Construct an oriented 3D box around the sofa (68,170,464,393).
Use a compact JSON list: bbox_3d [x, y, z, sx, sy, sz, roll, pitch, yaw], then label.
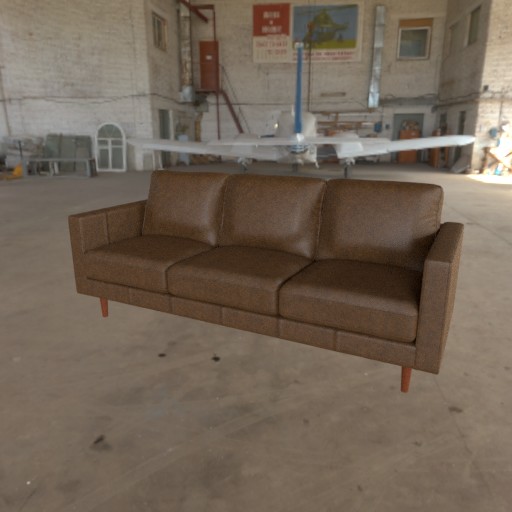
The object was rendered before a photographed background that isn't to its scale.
[{"bbox_3d":[0.000,0.000,2.706,2.231,0.930,0.903,8,18,26],"label":"sofa"}]
